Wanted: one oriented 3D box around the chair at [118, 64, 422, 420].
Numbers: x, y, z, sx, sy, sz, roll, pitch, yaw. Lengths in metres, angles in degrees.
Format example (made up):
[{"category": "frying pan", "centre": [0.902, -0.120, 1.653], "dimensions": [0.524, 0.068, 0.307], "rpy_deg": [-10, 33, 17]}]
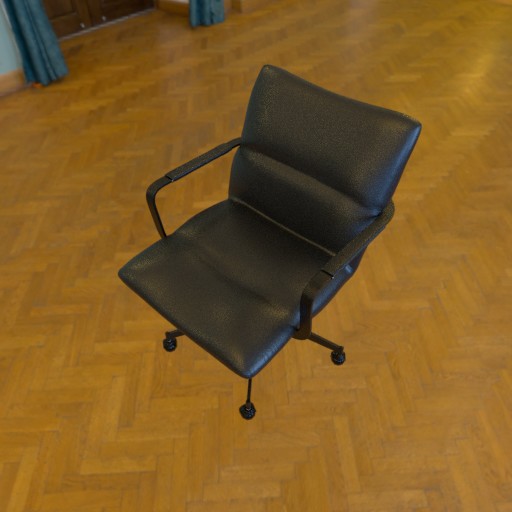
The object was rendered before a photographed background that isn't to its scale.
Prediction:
[{"category": "chair", "centre": [0.000, 0.000, 1.484], "dimensions": [0.719, 0.922, 0.748], "rpy_deg": [32, 55, 26]}]
